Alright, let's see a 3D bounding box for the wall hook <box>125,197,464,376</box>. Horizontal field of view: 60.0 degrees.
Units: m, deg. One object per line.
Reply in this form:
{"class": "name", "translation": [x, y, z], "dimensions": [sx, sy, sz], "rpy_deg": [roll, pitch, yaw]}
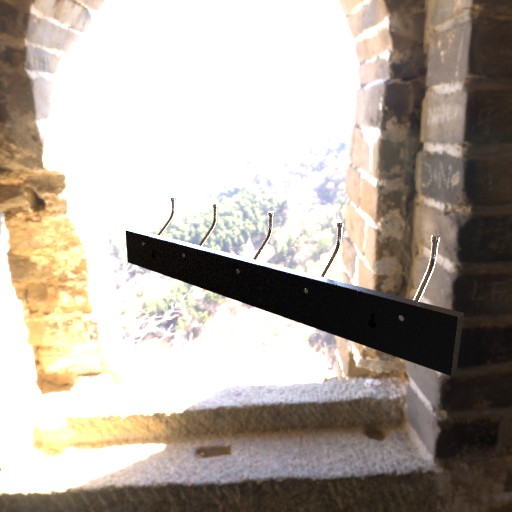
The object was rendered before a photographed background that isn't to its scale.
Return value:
{"class": "wall hook", "translation": [0.000, 0.000, 0.615], "dimensions": [0.571, 0.117, 0.071], "rpy_deg": [14, 20, 42]}
